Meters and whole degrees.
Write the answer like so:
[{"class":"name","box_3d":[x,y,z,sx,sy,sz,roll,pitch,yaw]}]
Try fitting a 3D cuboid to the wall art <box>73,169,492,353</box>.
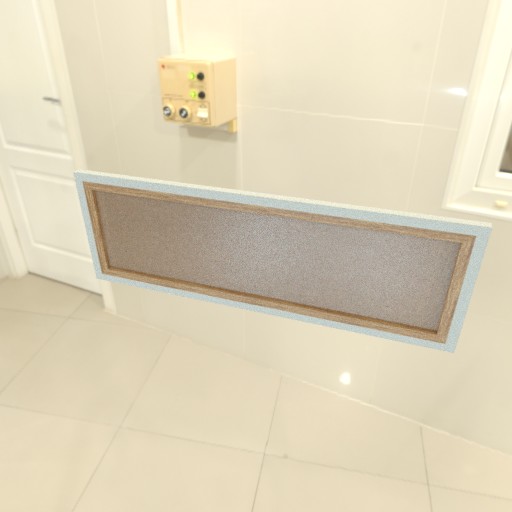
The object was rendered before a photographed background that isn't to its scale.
[{"class":"wall art","box_3d":[0.000,0.000,1.692,1.520,0.507,0.039,10,32,16]}]
